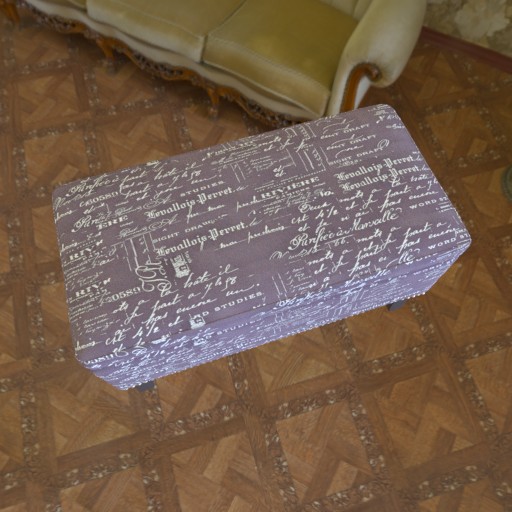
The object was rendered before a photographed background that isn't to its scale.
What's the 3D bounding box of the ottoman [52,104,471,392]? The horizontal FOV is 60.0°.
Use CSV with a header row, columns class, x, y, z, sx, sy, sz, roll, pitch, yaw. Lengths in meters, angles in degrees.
class,x,y,z,sx,sy,sz,roll,pitch,yaw
ottoman,0.000,0.000,1.095,0.813,0.457,0.406,-16,66,-8
